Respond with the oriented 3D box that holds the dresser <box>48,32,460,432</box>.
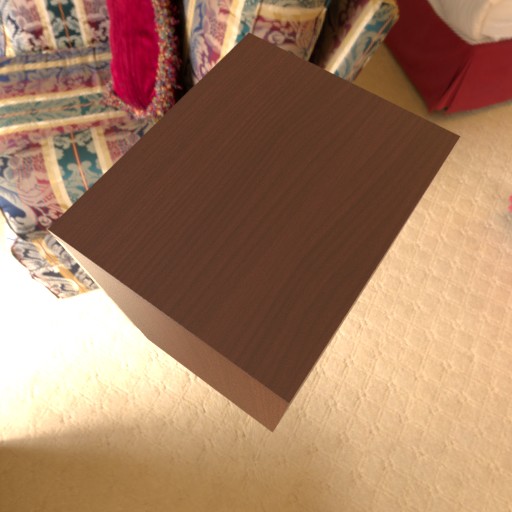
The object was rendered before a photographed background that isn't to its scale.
[{"bbox_3d":[0.000,0.000,0.756,0.360,0.470,0.400,33,69,14],"label":"dresser"}]
